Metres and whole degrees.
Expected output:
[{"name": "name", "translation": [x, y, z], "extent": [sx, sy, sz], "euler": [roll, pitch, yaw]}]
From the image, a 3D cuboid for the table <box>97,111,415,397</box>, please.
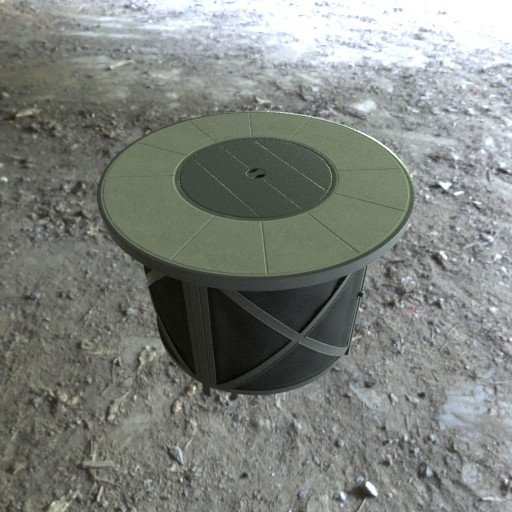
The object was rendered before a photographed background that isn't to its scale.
[{"name": "table", "translation": [0.000, 0.000, 1.531], "extent": [0.914, 0.650, 0.914], "euler": [0, 41, 0]}]
